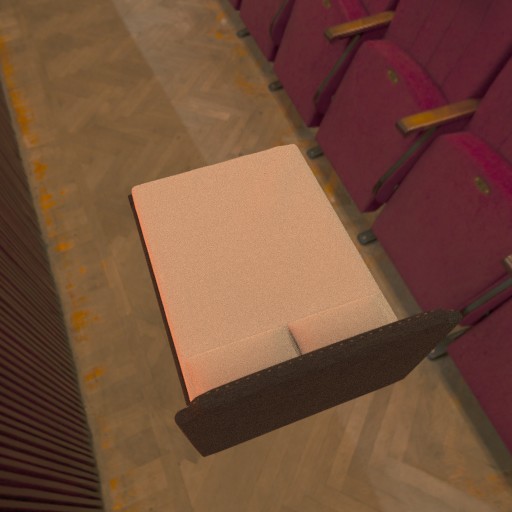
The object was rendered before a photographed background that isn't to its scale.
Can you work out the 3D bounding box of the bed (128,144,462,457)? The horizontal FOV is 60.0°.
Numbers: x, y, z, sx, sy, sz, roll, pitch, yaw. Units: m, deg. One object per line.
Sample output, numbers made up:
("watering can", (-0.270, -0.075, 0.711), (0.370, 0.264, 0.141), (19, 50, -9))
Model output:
("bed", (0.000, 0.000, 3.471), (1.713, 1.443, 2.372), (-17, 60, -10))
